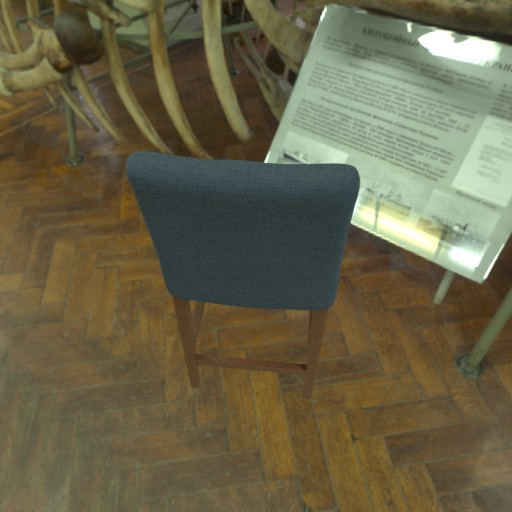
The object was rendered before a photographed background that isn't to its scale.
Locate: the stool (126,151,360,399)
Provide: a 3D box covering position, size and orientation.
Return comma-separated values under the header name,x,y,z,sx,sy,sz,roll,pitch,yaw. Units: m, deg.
name,x,y,z,sx,sy,sz,roll,pitch,yaw
stool,0.000,0.000,1.289,0.470,0.981,0.577,4,47,4
